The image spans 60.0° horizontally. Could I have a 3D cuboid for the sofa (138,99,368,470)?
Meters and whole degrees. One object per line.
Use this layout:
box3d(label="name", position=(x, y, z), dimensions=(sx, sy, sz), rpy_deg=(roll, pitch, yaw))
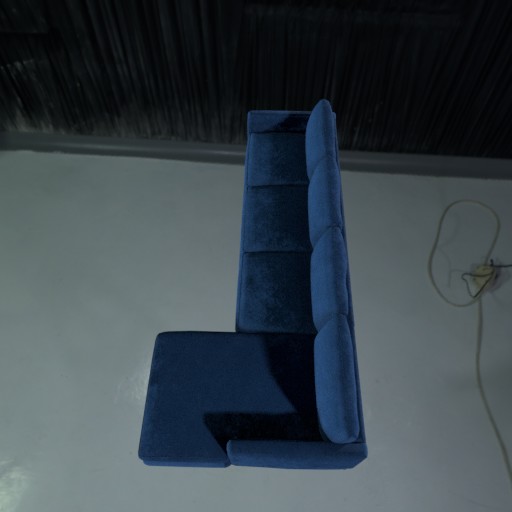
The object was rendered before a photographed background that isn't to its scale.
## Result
box3d(label="sofa", position=(0.000, 0.000, 3.405), dimensions=(1.350, 0.810, 2.932), rpy_deg=(2, 57, 1))
